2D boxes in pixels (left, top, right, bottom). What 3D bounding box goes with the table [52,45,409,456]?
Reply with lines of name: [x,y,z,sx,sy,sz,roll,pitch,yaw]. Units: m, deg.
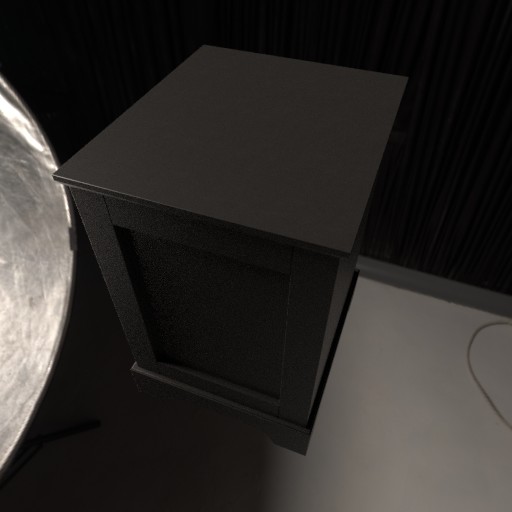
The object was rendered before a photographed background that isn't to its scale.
table: [0.000,0.000,0.899,0.399,0.610,0.460,16,48,14]
